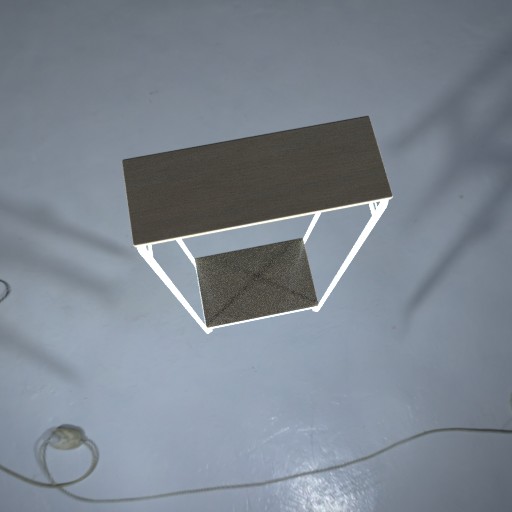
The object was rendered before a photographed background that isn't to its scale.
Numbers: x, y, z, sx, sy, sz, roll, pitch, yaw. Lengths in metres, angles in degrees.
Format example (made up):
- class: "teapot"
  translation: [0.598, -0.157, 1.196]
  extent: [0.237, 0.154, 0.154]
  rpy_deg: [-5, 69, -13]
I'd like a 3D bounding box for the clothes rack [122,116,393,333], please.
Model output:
- class: "clothes rack"
  translation: [0.000, 0.000, 1.824]
  extent: [0.640, 1.512, 0.400]
  rpy_deg: [-11, 76, -3]
